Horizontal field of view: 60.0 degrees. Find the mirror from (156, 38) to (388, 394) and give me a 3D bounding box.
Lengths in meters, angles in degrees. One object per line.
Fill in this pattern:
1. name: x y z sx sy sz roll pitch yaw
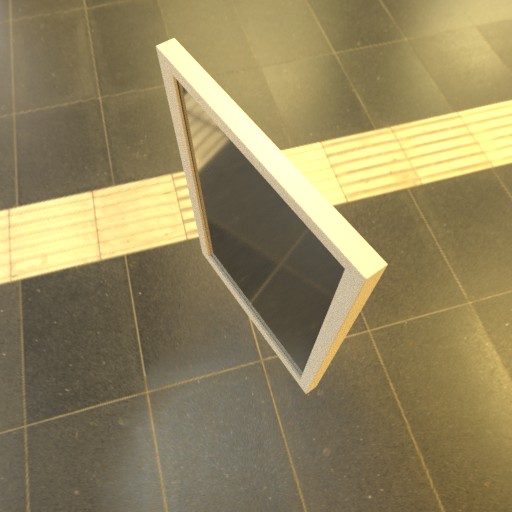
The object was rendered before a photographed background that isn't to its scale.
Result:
1. mirror: 0.000 0.000 0.938 0.040 0.710 0.507 -32 67 -16
